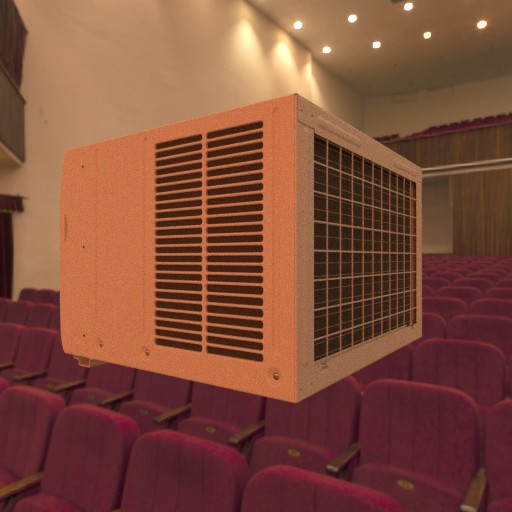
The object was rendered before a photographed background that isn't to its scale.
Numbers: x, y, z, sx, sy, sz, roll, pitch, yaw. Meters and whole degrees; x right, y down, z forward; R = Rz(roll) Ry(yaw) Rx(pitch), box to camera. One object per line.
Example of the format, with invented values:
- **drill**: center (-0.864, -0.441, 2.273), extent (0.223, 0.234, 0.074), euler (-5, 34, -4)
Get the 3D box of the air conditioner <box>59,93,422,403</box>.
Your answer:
- **air conditioner**: center (0.000, 0.000, 1.052), extent (0.599, 0.455, 0.645), euler (0, 0, 35)
